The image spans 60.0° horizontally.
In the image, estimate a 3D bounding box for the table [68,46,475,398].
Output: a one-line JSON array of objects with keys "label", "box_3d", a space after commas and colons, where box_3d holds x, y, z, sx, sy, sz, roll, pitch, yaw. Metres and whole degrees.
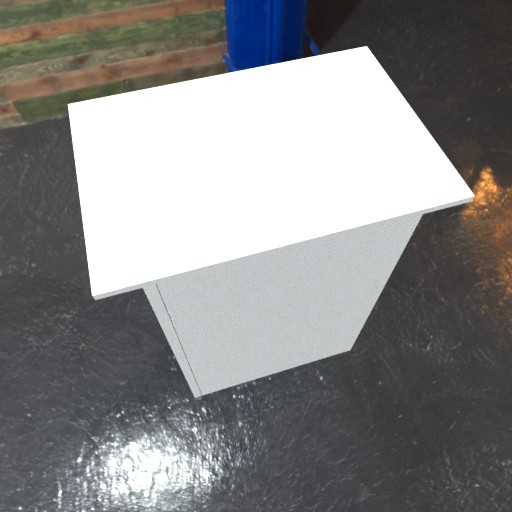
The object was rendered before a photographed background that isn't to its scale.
[{"label": "table", "box_3d": [0.000, 0.000, 1.051, 0.589, 0.711, 0.406, -15, 60, -9]}]
